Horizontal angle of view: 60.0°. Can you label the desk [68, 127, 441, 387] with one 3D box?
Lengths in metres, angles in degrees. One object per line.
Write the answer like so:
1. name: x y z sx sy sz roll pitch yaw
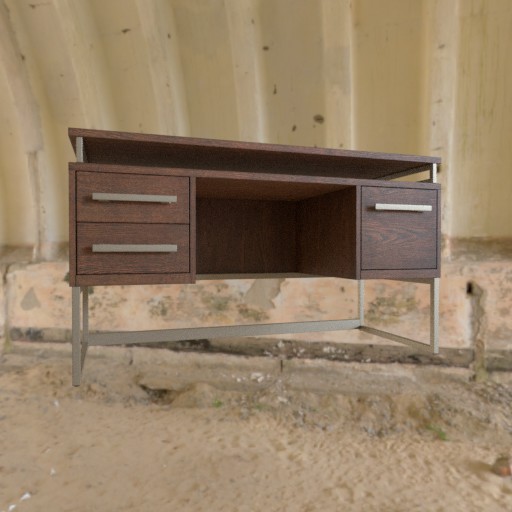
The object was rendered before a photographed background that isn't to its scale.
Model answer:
1. desk: 0.000 0.000 1.830 1.384 0.792 0.610 0 1 -18
